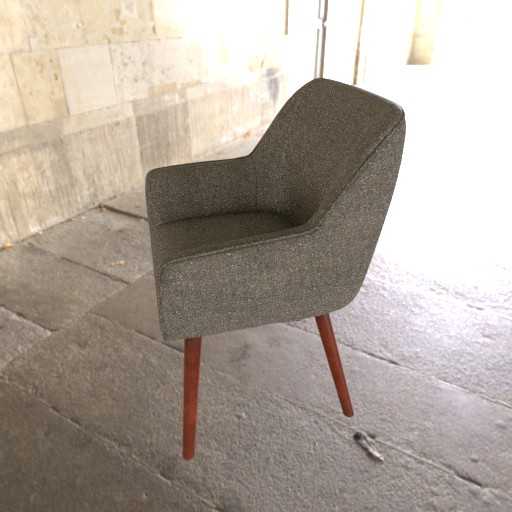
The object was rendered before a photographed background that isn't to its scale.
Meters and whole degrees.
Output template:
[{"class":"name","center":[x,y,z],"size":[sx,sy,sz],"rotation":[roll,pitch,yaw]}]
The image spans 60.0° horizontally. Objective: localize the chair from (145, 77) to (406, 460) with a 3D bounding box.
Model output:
[{"class":"chair","center":[0.000,0.000,1.140],"size":[0.519,0.803,0.543],"rotation":[-7,30,-13]}]
